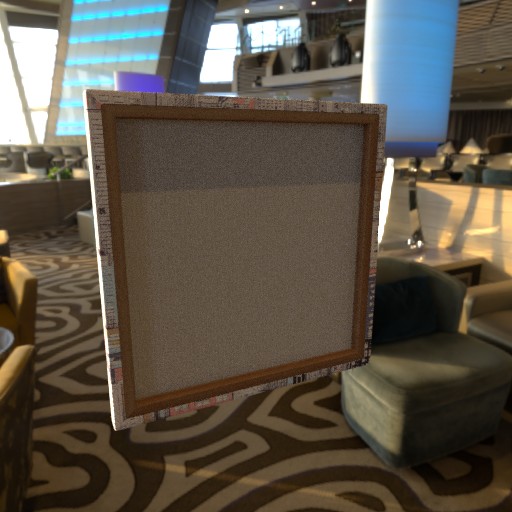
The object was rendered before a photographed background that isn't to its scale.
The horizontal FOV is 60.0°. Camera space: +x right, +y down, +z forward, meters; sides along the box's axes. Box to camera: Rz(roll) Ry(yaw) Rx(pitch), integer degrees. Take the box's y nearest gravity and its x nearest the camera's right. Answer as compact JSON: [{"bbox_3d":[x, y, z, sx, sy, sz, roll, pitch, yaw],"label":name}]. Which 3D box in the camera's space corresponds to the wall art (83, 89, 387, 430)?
[{"bbox_3d":[0.000,0.000,0.904,0.607,0.608,0.038,-7,16,-25],"label":"wall art"}]
